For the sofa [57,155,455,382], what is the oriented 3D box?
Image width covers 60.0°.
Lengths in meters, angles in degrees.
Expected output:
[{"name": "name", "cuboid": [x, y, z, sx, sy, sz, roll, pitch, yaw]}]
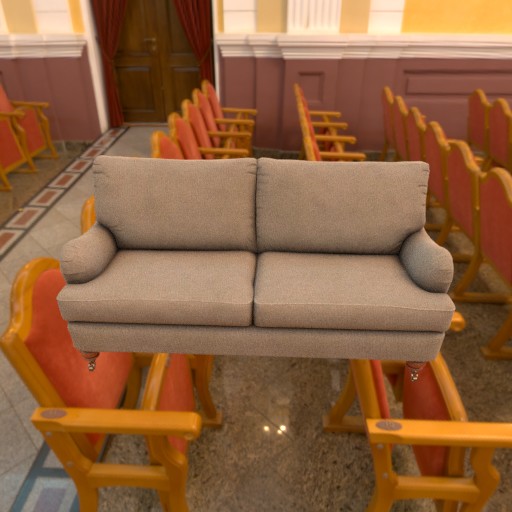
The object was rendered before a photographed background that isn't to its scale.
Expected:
[{"name": "sofa", "cuboid": [0.000, 0.000, 2.793, 2.193, 1.096, 1.069, 1, 30, 2]}]
